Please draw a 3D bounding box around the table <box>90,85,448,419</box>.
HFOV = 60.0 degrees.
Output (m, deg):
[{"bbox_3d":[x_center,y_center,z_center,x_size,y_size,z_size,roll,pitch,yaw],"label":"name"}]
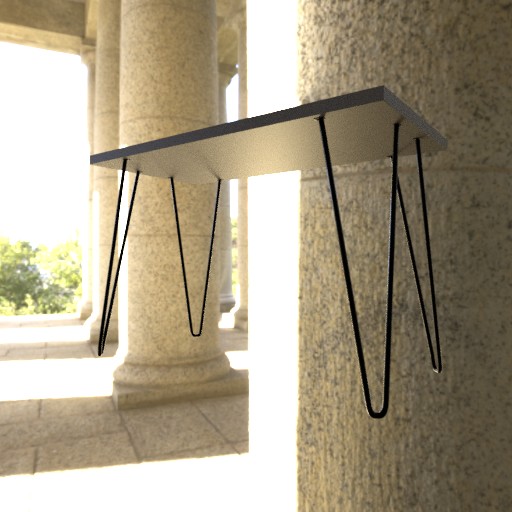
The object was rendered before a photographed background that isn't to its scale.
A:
[{"bbox_3d":[0.000,0.000,1.357,0.991,0.660,0.499,0,0,37],"label":"table"}]
